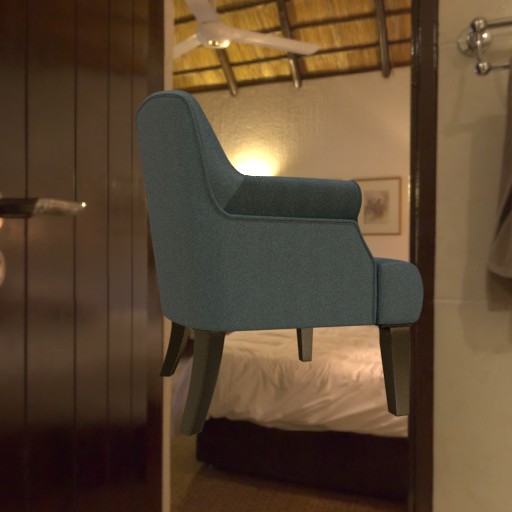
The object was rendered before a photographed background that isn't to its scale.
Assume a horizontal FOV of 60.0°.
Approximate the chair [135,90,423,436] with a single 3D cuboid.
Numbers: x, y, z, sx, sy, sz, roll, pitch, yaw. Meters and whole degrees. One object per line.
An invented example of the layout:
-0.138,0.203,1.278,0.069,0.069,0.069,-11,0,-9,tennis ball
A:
0.000,0.000,1.443,0.754,0.878,0.770,0,0,-18,chair
